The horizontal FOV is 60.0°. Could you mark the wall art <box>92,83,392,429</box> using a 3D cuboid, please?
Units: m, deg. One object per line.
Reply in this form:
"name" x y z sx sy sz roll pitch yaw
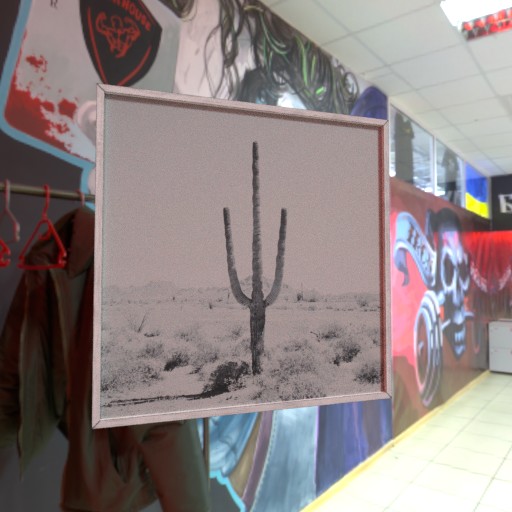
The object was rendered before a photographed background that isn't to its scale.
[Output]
"wall art" 0.000 0.000 1.113 0.762 0.762 0.038 1 -2 -18
